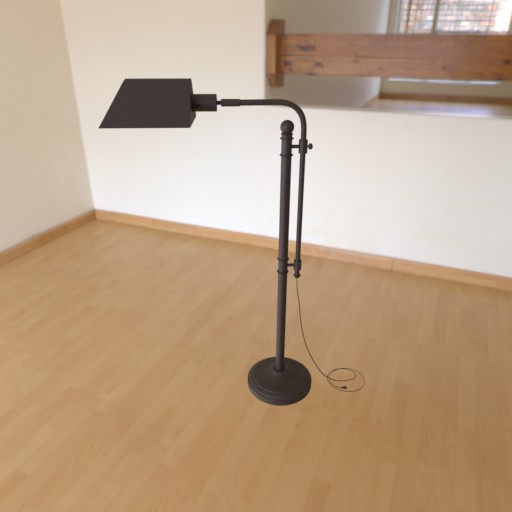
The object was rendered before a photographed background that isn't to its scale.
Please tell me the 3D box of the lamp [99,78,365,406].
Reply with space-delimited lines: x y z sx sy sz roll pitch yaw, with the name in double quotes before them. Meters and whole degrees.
"lamp" 0.000 0.000 0.948 0.545 0.708 0.159 -1 27 -2
